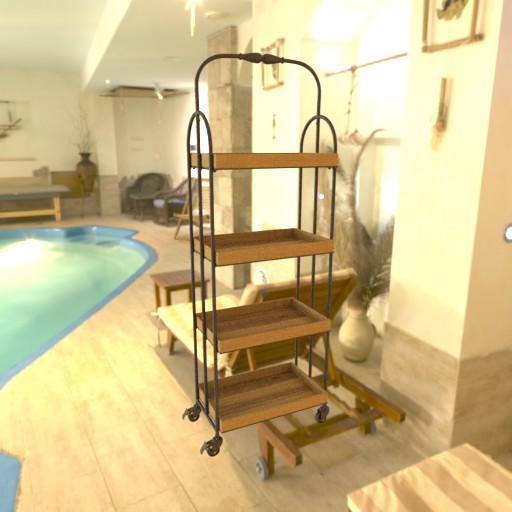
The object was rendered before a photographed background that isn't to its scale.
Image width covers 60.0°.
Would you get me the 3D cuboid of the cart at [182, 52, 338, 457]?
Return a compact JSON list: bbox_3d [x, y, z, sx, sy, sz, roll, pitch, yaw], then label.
[{"bbox_3d":[0.000,0.000,1.745,0.581,1.481,0.308,-6,15,-25],"label":"cart"}]
